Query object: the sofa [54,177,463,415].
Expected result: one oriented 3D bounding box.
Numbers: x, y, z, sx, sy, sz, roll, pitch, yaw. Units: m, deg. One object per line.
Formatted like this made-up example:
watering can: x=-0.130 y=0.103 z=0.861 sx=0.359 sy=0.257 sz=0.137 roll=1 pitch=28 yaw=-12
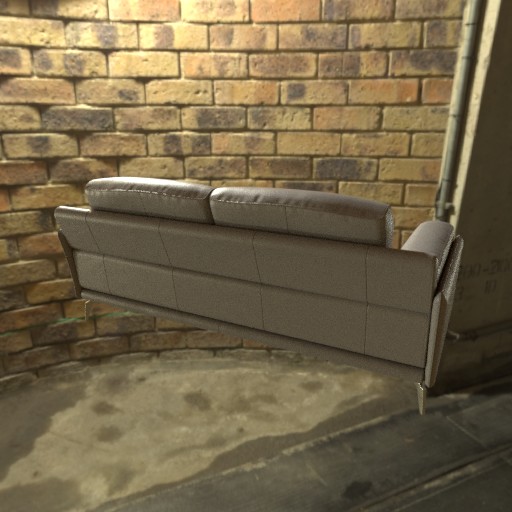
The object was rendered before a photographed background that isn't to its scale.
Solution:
sofa: x=0.000 y=0.000 z=2.547 sx=2.101 sy=0.930 sz=1.049 roll=9 pitch=20 yaw=26
